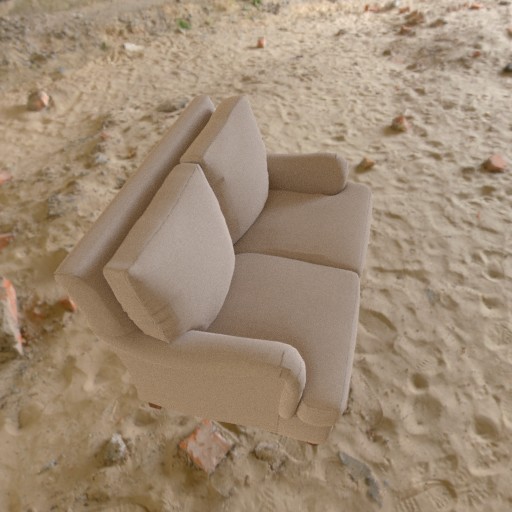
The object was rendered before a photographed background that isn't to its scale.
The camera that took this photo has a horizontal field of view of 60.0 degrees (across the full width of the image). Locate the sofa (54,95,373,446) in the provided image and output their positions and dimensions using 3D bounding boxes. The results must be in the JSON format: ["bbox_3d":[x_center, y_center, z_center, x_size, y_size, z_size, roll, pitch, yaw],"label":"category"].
[{"bbox_3d":[0.000,0.000,2.234,1.087,1.048,1.508,11,46,10],"label":"sofa"}]
